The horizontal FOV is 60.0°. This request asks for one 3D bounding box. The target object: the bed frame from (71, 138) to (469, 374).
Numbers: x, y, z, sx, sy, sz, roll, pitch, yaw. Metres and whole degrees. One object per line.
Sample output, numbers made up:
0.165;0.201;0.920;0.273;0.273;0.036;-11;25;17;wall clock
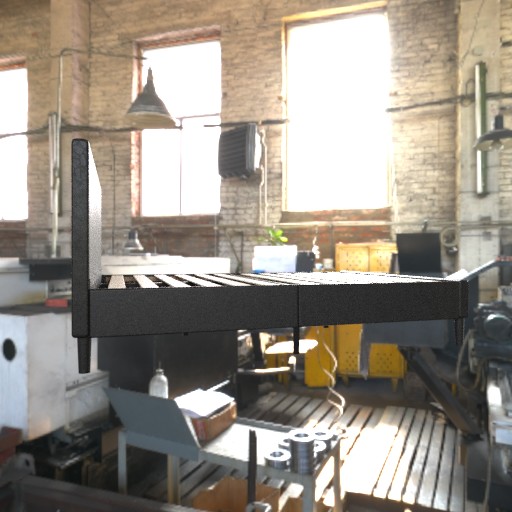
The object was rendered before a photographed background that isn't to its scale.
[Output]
0.000;0.000;2.964;2.152;1.046;1.469;0;0;-17;bed frame
